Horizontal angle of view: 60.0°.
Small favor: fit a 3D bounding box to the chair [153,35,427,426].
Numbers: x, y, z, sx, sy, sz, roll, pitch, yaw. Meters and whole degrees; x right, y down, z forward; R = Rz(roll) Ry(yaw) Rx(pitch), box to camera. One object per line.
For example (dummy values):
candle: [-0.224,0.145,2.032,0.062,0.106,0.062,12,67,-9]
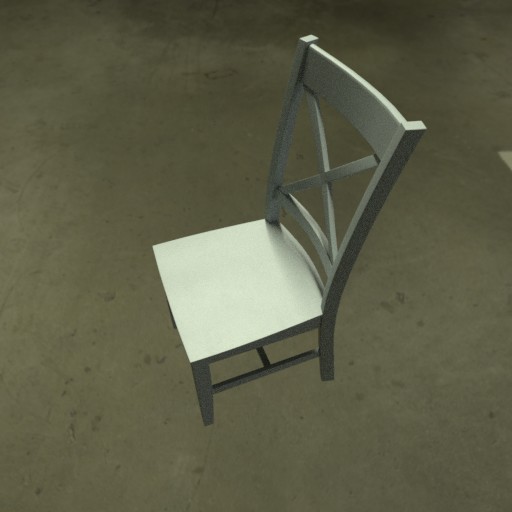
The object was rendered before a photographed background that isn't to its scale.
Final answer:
chair: [0.000,0.000,1.276,0.542,0.983,0.485,-16,49,-14]
